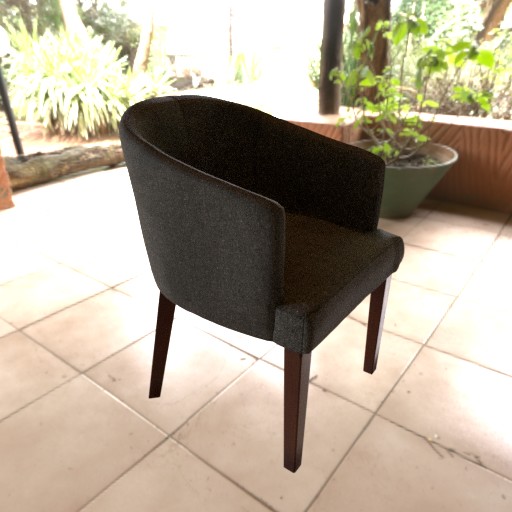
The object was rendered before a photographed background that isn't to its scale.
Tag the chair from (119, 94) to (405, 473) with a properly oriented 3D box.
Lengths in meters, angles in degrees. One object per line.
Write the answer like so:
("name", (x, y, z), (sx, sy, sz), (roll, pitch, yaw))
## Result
("chair", (0.000, 0.000, 1.230), (0.655, 0.811, 0.583), (17, 30, 33))
